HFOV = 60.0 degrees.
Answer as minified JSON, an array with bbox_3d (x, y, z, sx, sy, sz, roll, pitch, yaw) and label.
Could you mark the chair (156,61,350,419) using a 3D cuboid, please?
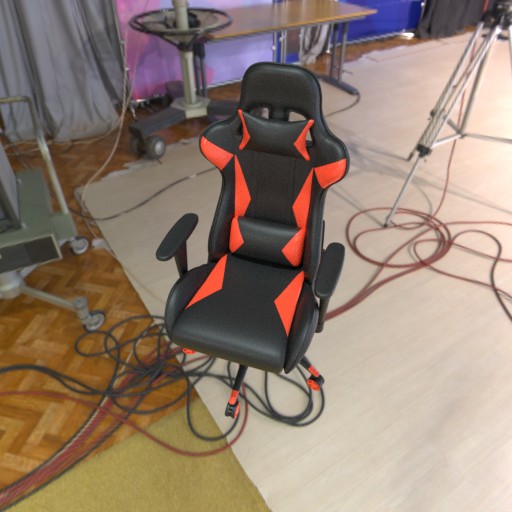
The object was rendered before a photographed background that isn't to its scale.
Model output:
[{"bbox_3d":[0.000,0.000,1.724,0.695,1.282,0.730,12,43,14],"label":"chair"}]
